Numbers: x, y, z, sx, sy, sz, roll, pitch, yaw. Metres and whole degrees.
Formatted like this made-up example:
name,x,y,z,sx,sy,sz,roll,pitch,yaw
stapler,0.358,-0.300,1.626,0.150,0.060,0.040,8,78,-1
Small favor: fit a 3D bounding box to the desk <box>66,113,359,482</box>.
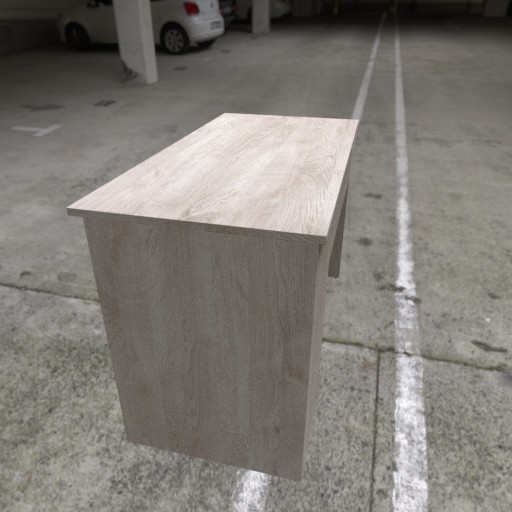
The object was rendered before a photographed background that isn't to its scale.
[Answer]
name,x,y,z,sx,sy,sz,roll,pitch,yaw
desk,0.000,0.000,1.535,0.560,0.735,1.097,7,29,13
